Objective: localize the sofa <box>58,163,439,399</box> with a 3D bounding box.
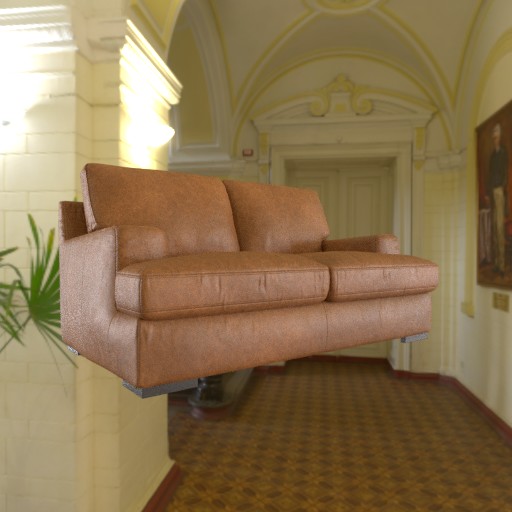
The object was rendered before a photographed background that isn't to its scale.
[{"bbox_3d":[0.000,0.000,2.459,1.880,0.966,1.144,-1,1,-37],"label":"sofa"}]
